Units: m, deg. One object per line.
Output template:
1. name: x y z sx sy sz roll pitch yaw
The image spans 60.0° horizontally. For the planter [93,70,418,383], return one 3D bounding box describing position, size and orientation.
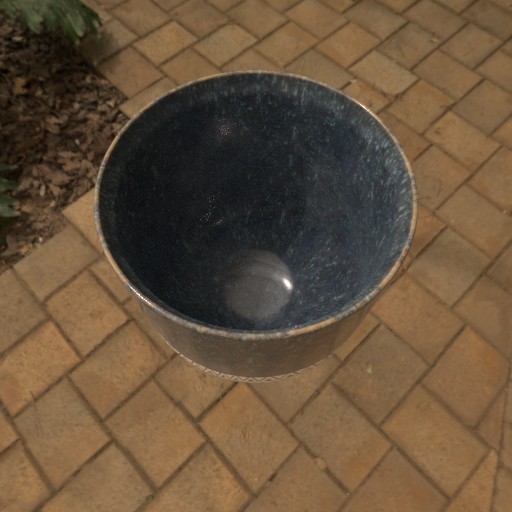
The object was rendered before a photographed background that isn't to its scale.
1. planter: 0.000 0.000 0.486 0.266 0.270 0.266 0 63 0
